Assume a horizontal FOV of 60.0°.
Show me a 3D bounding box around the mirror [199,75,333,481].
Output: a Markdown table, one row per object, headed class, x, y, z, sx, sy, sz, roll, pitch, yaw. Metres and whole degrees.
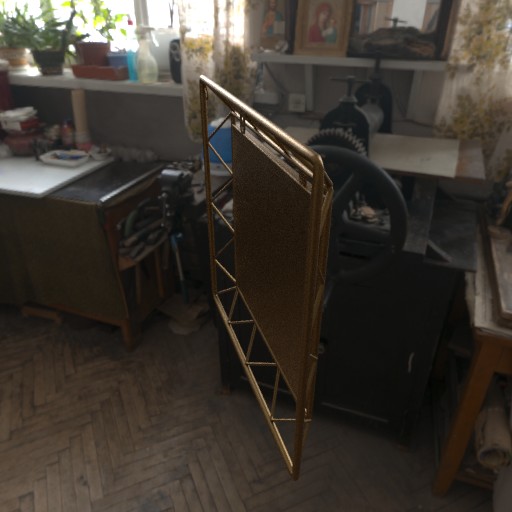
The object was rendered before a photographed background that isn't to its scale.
| class | x | y | z | sx | sy | sz | roll | pitch | yaw |
| --- | --- | --- | --- | --- | --- | --- | --- | --- | --- |
| mirror | 0.000 | 0.000 | 0.614 | 0.046 | 0.414 | 0.416 | -10 | 32 | -16 |
